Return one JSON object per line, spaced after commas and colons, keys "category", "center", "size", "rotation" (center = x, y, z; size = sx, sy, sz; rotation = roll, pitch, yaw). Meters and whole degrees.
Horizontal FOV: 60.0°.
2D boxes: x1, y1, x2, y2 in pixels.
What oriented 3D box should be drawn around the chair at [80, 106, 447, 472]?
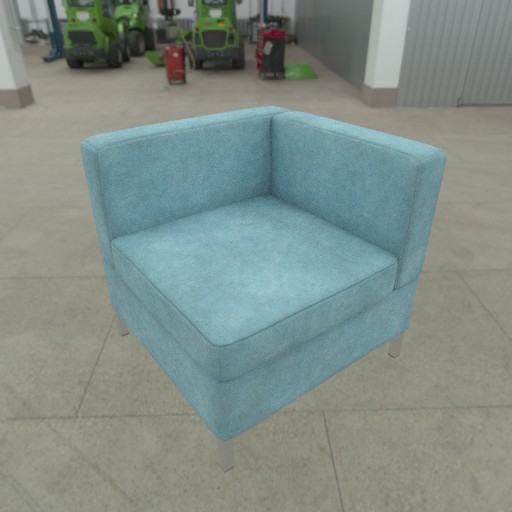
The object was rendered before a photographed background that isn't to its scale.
{"category": "chair", "center": [0.000, 0.000, 1.249], "size": [0.691, 0.660, 0.684], "rotation": [-21, 36, -32]}
